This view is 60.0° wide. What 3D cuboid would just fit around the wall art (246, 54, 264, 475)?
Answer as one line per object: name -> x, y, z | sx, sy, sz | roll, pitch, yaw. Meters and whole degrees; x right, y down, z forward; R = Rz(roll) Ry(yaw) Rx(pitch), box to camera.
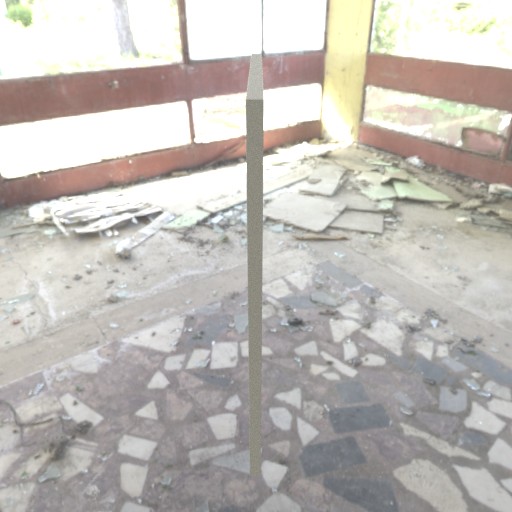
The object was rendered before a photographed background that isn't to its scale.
wall art -> 0.000, 0.000, 0.555 | 0.013, 0.433, 0.303 | 0, 30, 0
